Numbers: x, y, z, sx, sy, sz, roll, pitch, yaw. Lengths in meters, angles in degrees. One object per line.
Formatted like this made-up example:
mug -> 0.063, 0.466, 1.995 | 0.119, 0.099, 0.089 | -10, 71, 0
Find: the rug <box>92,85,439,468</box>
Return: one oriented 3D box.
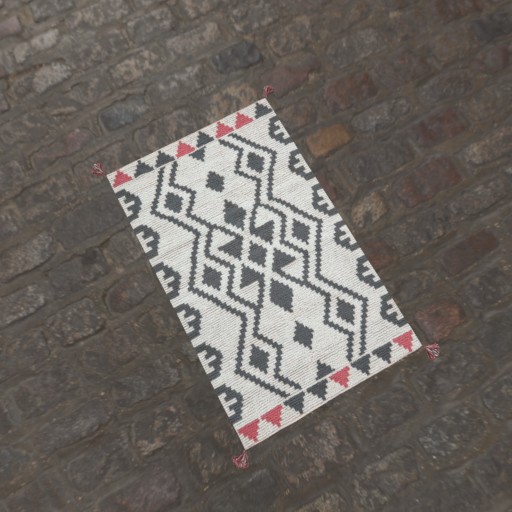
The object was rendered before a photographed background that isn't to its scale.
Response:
rug -> 0.000, 0.000, 3.503 | 1.741, 0.066, 2.672 | -28, 77, -7
